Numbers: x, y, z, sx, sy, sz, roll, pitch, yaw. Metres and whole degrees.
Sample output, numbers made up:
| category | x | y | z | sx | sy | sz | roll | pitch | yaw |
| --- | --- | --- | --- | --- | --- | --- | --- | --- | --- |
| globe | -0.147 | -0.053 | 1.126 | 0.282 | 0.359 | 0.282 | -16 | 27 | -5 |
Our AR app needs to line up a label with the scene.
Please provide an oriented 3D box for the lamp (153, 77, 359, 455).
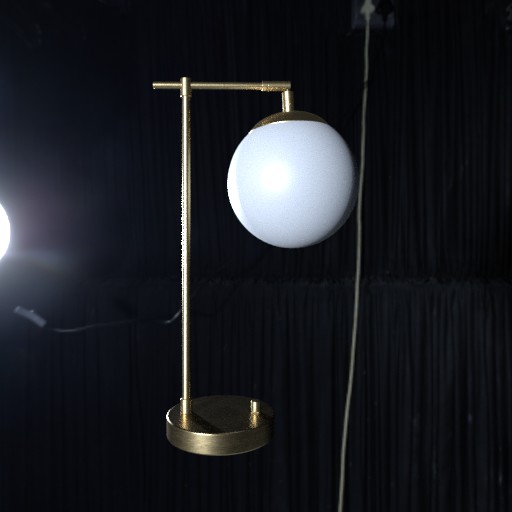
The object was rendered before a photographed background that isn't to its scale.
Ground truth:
| category | x | y | z | sx | sy | sz | roll | pitch | yaw |
| --- | --- | --- | --- | --- | --- | --- | --- | --- | --- |
| lamp | 0.000 | 0.000 | 0.705 | 0.324 | 0.559 | 0.207 | 0 | 0 | -1 |
